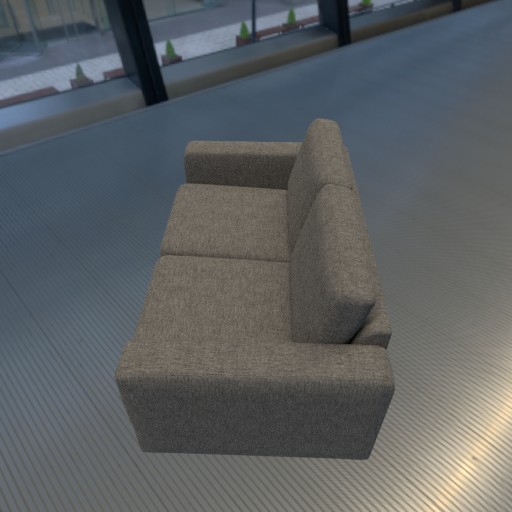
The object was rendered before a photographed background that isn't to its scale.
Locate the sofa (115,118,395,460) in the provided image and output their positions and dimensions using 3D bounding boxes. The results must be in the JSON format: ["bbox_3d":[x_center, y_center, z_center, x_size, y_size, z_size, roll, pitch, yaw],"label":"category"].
[{"bbox_3d":[0.000,0.000,1.984,0.900,0.800,1.520,1,42,1],"label":"sofa"}]
